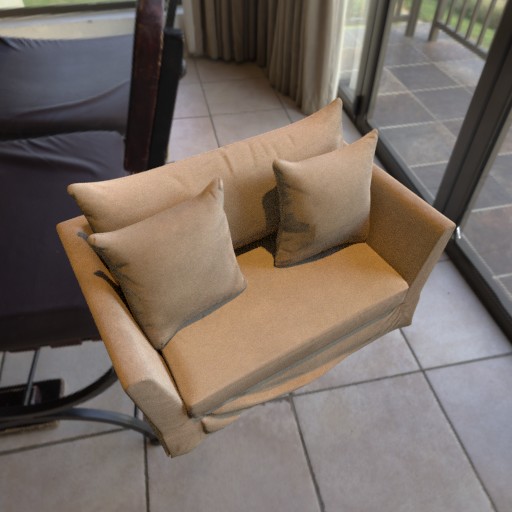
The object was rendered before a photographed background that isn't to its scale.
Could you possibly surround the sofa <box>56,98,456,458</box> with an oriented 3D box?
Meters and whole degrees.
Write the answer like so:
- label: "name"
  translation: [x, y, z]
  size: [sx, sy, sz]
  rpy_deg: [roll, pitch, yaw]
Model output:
- label: "sofa"
  translation: [0.000, 0.000, 2.210]
  size: [1.608, 1.040, 1.035]
  rpy_deg: [-23, 51, -21]
